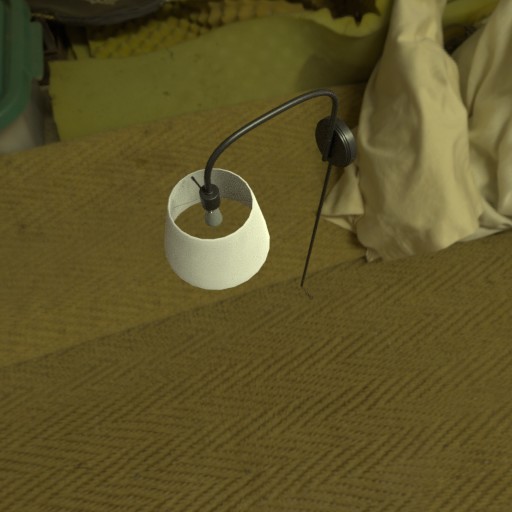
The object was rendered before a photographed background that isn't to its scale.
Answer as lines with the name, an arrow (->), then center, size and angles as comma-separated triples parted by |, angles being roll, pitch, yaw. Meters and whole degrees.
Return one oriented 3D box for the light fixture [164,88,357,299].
light fixture -> 0.000, 0.000, 0.469 | 0.176, 0.399, 0.092 | -33, 68, -15
